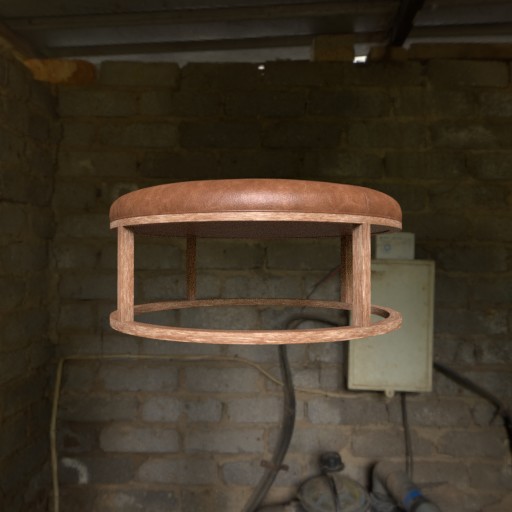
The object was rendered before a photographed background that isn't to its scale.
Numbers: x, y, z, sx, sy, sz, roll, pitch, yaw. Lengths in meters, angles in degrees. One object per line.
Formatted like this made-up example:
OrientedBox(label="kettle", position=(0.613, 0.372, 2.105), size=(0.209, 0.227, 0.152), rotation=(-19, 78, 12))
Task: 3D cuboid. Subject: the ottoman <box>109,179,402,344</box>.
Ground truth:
OrientedBox(label="ottoman", position=(0.000, 0.000, 1.593), size=(1.006, 0.445, 1.006), rotation=(0, 0, 0))
